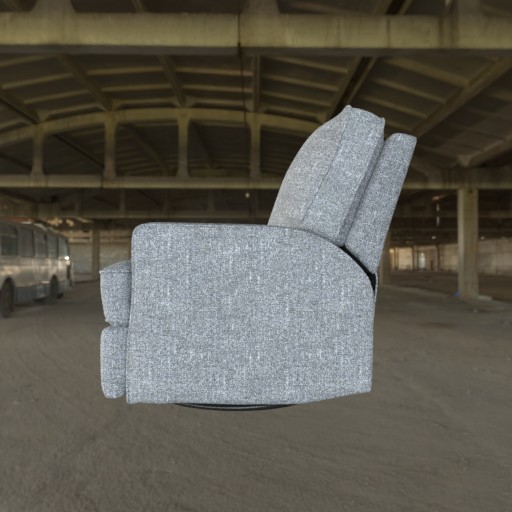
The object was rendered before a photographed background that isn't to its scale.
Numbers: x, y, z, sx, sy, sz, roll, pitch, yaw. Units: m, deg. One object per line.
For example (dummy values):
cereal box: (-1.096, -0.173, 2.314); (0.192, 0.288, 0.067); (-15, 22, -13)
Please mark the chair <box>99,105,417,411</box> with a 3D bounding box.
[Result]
chair: (0.000, 0.000, 1.691); (0.964, 0.962, 0.861); (0, -1, -1)
